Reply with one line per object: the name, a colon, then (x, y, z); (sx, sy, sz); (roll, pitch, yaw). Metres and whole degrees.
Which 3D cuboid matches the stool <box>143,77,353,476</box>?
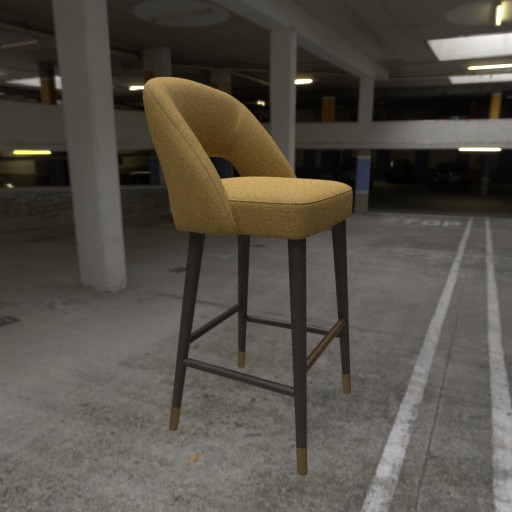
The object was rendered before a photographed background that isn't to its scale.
stool: (0.000, 0.000, 1.344); (0.522, 1.032, 0.536); (7, 16, 26)
